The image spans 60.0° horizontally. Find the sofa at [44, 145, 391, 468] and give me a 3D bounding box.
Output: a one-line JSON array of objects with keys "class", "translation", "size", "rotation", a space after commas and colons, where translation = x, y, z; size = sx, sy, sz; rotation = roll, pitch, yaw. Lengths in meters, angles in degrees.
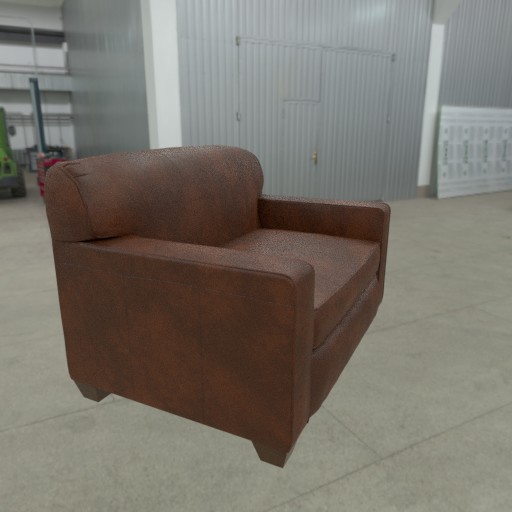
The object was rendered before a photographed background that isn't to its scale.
[{"class": "sofa", "translation": [0.000, 0.000, 2.017], "size": [1.000, 0.956, 1.413], "rotation": [8, 18, 26]}]
